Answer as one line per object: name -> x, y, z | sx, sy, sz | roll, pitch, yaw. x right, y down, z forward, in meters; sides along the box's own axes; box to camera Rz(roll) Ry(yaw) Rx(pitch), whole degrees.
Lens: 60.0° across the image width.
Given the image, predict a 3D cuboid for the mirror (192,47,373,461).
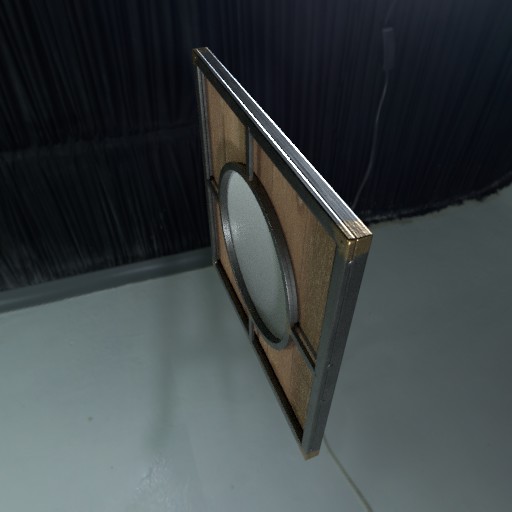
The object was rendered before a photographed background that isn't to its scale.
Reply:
mirror -> 0.000, 0.000, 0.561 | 0.020, 0.381, 0.382 | -16, 47, -15
